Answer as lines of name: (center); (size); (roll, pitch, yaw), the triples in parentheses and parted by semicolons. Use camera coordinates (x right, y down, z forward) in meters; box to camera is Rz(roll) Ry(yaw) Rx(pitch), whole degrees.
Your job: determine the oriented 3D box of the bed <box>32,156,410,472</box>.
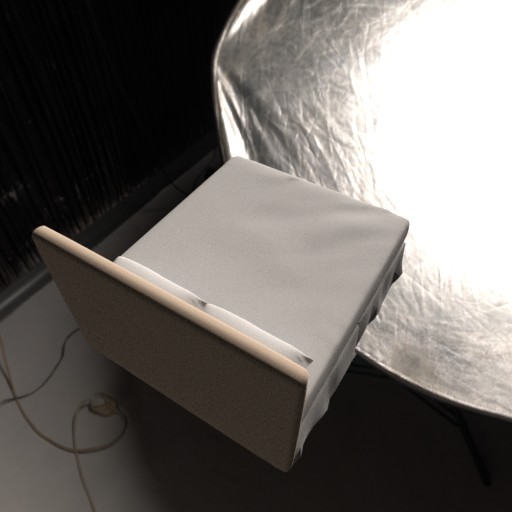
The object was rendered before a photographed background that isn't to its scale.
bed: (0.000, 0.000, 3.345); (1.884, 1.330, 2.142); (25, 52, 21)
